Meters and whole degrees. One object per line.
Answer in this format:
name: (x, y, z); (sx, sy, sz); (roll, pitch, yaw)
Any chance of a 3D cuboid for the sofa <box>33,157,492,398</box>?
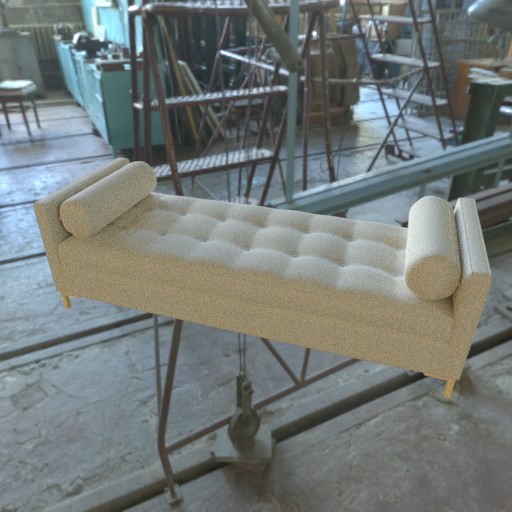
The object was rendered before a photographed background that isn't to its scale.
sofa: (0.000, 0.000, 2.247); (1.985, 0.641, 0.746); (10, 32, 16)
